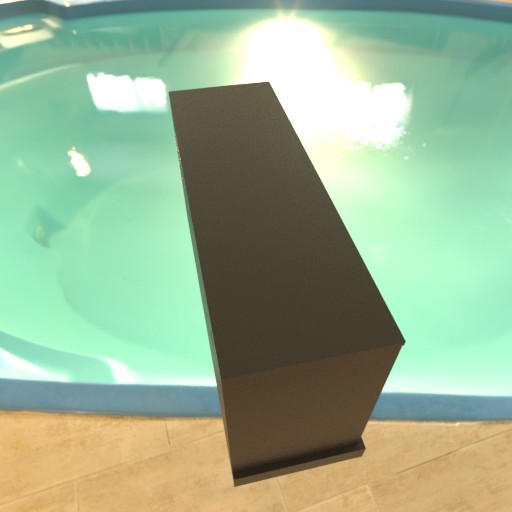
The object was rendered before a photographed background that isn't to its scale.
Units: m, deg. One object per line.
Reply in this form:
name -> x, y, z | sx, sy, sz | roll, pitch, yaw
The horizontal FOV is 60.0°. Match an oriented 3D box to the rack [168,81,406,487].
rack -> 0.000, 0.000, 1.501 | 0.399, 0.635, 1.206 | -9, 48, -9
